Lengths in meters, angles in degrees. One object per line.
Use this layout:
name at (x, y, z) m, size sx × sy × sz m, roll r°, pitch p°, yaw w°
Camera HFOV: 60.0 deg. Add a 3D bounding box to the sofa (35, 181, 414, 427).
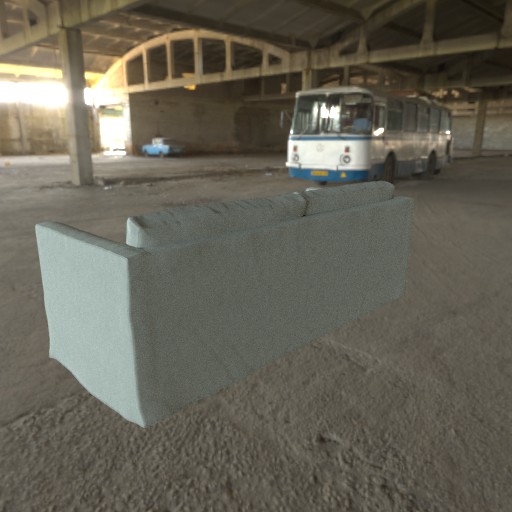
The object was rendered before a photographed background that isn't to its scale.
sofa at (0.000, 0.000, 2.776) m, size 0.962 × 0.853 × 2.312 m, roll 15°, pitch 21°, yaw 43°
